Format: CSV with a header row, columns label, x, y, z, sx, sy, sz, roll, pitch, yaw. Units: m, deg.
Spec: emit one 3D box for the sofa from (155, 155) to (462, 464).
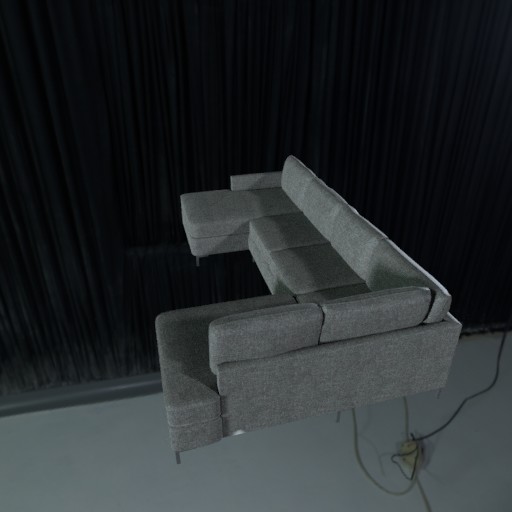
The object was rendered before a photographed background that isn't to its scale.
label,x,y,z,sx,sy,sz,roll,pitch,yaw
sofa,0.000,0.000,4.324,2.048,0.999,3.423,-8,31,-13
